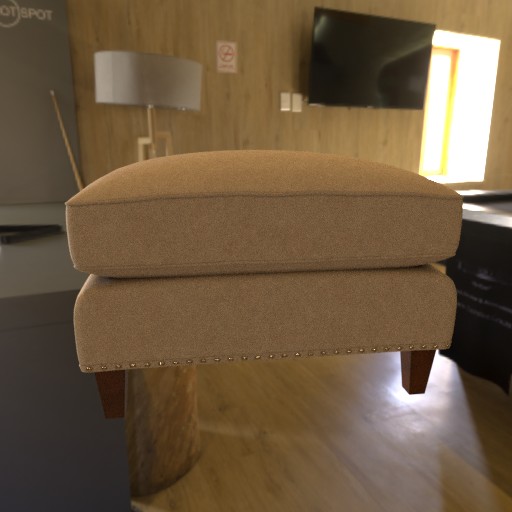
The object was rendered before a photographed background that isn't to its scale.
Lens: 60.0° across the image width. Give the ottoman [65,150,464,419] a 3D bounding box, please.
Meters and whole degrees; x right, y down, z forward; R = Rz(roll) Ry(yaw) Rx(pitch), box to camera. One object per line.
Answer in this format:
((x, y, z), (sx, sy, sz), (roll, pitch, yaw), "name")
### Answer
((0.000, 0.000, 1.102), (0.741, 0.513, 0.584), (-2, 14, -8), "ottoman")
